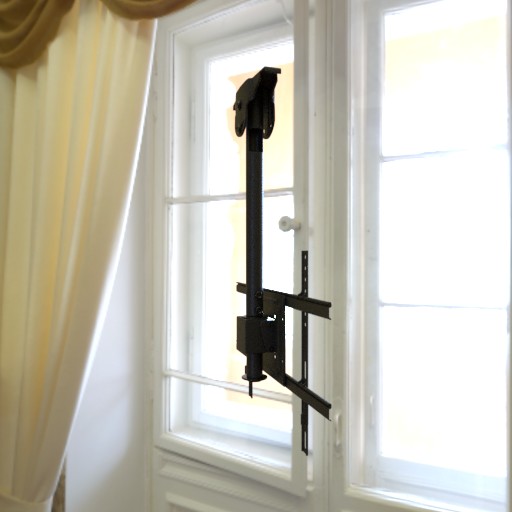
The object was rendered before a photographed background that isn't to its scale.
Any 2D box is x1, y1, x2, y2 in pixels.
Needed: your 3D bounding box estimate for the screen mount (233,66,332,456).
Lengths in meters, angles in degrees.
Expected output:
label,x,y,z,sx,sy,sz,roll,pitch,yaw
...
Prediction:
label,x,y,z,sx,sy,sz,roll,pitch,yaw
screen mount,0.000,0.000,1.029,0.090,0.775,0.595,0,0,-18
